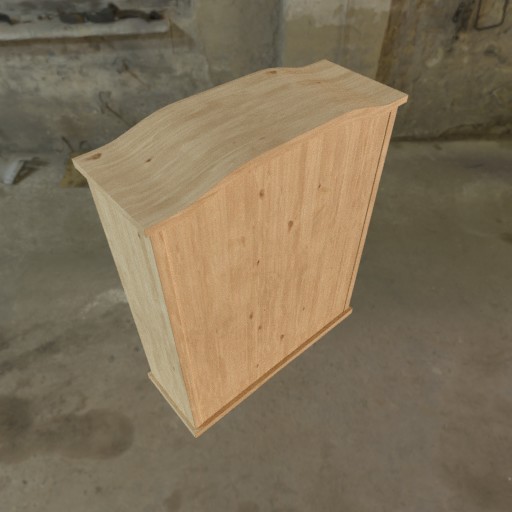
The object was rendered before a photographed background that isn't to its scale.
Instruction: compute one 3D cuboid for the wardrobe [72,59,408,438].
[{"bbox_3d":[0.000,0.000,2.619,1.500,1.870,0.570,-32,54,-27],"label":"wardrobe"}]
